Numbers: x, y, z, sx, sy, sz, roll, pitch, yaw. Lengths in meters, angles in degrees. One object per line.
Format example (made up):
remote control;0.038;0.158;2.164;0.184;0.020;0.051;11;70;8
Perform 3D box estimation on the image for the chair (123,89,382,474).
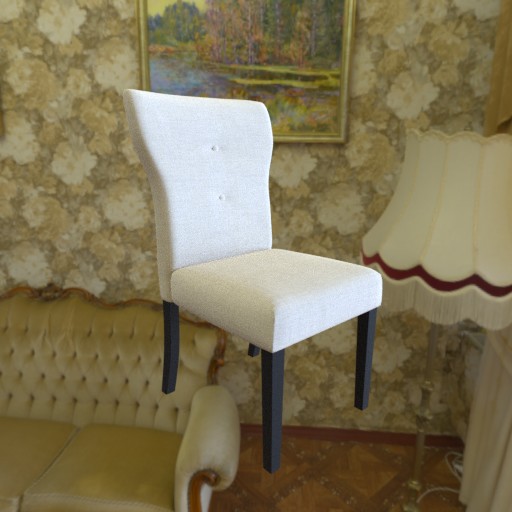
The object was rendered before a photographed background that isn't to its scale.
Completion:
chair;0.000;0.000;1.291;0.509;0.921;0.597;-13;19;-41
